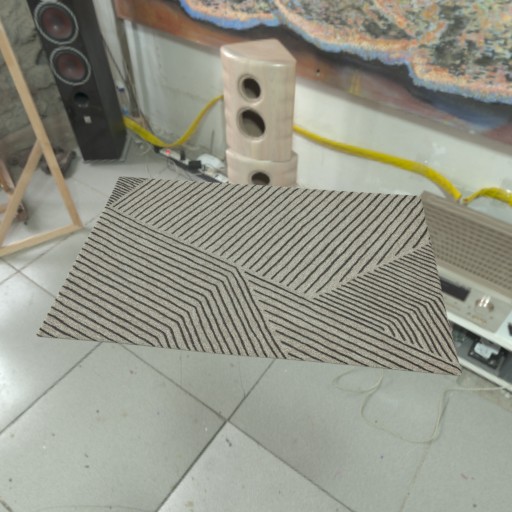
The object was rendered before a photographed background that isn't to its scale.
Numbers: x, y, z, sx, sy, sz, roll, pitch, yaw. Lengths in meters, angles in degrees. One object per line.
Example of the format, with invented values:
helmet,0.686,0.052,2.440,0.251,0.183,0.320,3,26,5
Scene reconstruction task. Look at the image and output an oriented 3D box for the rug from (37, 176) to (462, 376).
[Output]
rug,0.000,0.000,3.002,2.406,0.023,1.539,4,47,4
